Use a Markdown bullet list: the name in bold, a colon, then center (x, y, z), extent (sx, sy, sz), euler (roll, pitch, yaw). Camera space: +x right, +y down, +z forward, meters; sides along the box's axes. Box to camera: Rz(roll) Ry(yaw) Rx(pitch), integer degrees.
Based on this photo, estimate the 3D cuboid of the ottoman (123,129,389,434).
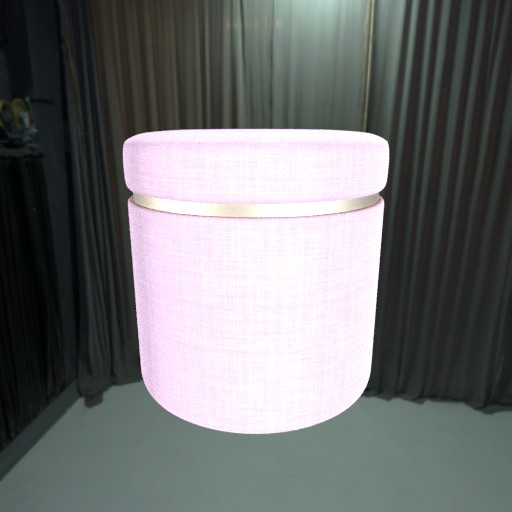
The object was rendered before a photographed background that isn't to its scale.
- **ottoman**: center (0.000, 0.000, 0.738), extent (0.400, 0.406, 0.400), euler (0, 16, 0)
